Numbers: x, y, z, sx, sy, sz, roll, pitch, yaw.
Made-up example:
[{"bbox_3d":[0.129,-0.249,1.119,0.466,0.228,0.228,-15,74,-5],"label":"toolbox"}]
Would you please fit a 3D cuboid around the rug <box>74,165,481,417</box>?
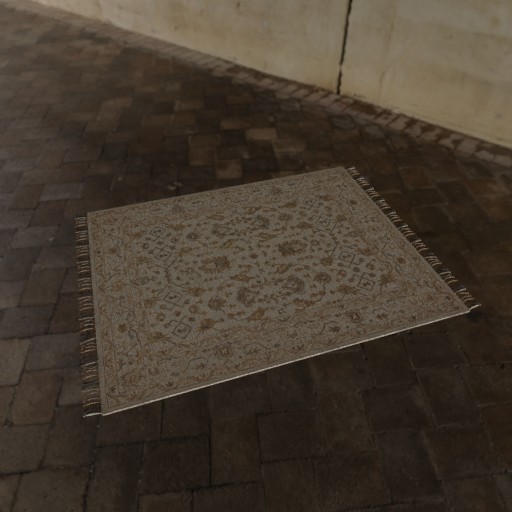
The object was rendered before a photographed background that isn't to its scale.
[{"bbox_3d":[0.000,0.000,2.236,1.726,0.009,1.278,-12,44,-13],"label":"rug"}]
